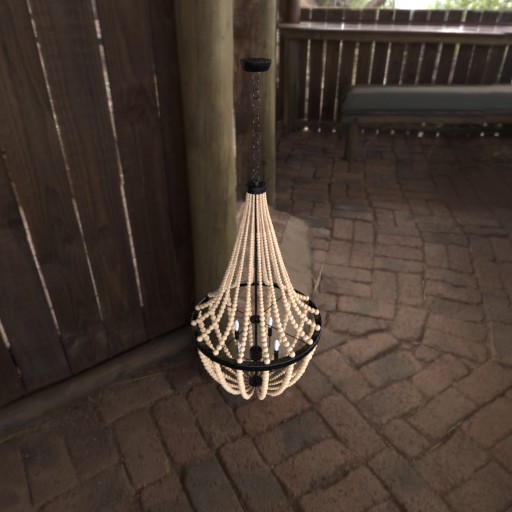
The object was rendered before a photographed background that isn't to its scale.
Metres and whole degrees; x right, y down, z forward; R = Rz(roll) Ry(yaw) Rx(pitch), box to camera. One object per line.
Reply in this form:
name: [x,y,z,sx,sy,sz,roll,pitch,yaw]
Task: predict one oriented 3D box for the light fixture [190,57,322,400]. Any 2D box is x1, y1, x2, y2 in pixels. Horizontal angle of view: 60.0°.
light fixture: [0.000,0.000,1.387,0.450,1.133,0.450,0,32,0]
